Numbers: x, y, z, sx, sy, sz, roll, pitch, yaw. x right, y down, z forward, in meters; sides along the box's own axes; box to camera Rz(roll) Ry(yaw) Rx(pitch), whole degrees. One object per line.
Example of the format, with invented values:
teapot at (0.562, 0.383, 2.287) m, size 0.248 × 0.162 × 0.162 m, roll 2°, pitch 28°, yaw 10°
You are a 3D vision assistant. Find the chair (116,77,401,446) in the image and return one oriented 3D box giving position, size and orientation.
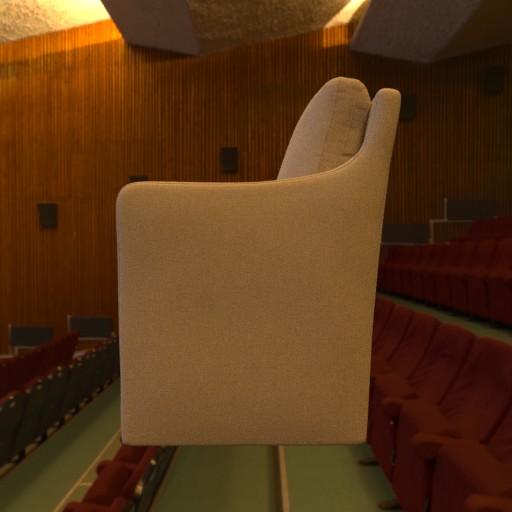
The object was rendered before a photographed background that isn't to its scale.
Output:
chair at (0.000, 0.000, 1.344) m, size 0.694 × 0.914 × 0.626 m, roll 0°, pitch 1°, yaw 0°
